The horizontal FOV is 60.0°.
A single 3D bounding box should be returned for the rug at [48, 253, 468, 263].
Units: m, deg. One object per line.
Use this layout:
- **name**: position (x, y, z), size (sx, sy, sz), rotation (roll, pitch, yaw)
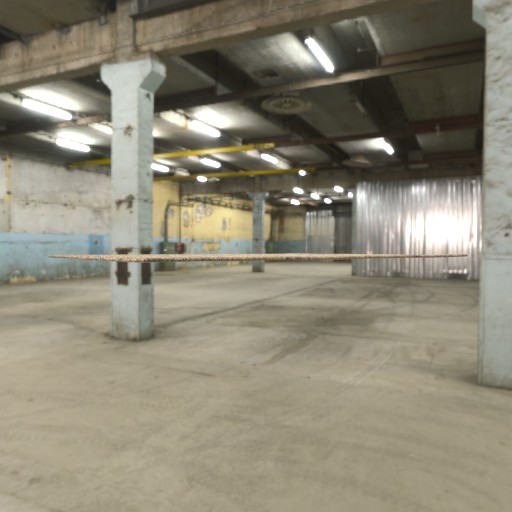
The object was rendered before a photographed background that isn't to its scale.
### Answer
- **rug**: position (0.000, 0.000, 4.228), size (3.199, 0.036, 2.414), rotation (0, 1, -36)
